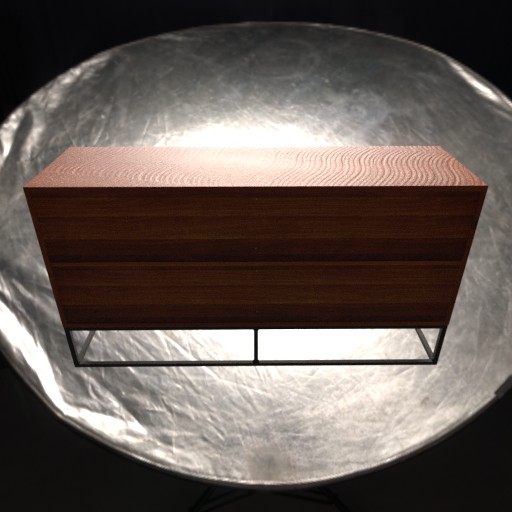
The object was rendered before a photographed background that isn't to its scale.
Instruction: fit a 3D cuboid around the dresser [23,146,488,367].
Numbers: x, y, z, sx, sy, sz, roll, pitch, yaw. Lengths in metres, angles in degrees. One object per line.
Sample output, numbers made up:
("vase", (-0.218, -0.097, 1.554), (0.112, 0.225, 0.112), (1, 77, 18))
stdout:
("dresser", (0.000, 0.000, 1.867), (1.536, 0.810, 0.464), (0, 31, 0))
